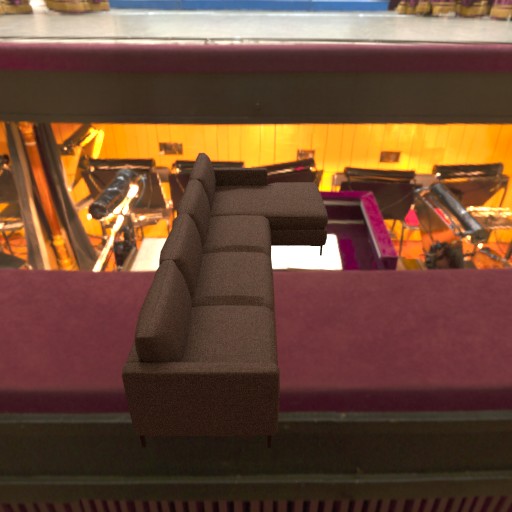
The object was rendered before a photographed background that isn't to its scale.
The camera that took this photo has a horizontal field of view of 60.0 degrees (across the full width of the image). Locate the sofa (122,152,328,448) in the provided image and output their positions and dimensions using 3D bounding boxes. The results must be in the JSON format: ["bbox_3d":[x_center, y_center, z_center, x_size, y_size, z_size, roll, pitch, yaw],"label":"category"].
[{"bbox_3d":[0.000,0.000,3.869,1.483,0.892,3.221,0,32,0],"label":"sofa"}]
